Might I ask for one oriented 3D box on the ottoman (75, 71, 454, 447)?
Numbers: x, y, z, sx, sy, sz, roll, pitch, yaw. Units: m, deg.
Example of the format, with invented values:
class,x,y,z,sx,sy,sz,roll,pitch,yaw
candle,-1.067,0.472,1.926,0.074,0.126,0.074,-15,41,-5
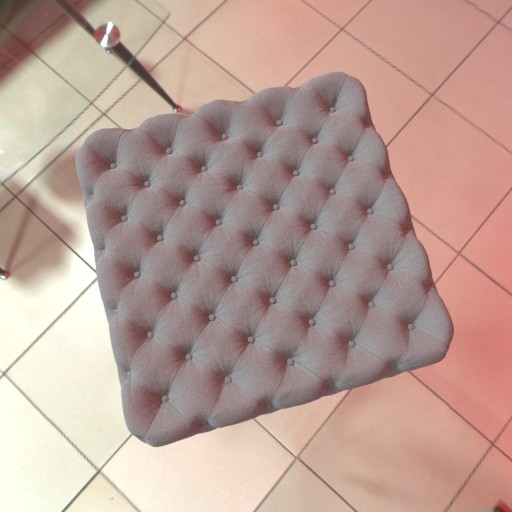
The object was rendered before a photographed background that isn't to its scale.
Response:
class,x,y,z,sx,sy,sz,roll,pitch,yaw
ottoman,0.000,0.000,1.402,0.911,0.439,0.917,-15,77,-4
